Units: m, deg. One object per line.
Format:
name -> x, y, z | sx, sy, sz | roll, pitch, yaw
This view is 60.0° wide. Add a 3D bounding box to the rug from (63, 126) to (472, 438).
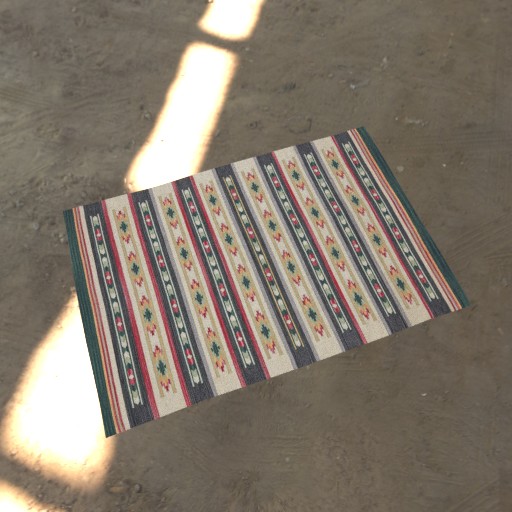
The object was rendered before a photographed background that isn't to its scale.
rug -> 0.000, 0.000, 2.299 | 1.825, 0.009, 1.221 | -18, 65, -8
